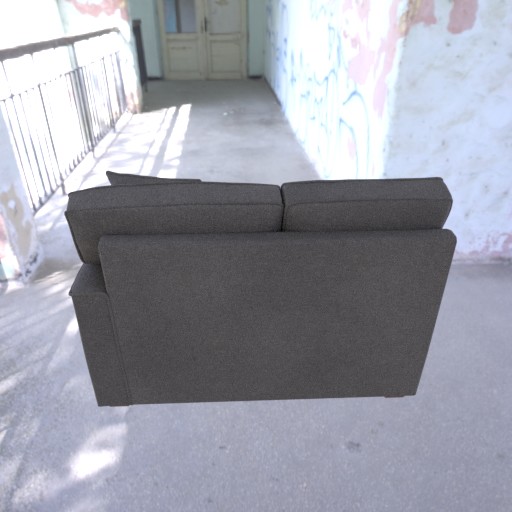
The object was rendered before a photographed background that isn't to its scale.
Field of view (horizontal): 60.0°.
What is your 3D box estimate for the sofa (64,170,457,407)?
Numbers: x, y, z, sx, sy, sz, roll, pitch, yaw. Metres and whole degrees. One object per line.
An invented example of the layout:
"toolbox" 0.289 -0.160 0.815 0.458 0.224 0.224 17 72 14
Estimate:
"sofa" 0.000 0.000 2.071 1.388 0.989 0.991 -1 30 -2
